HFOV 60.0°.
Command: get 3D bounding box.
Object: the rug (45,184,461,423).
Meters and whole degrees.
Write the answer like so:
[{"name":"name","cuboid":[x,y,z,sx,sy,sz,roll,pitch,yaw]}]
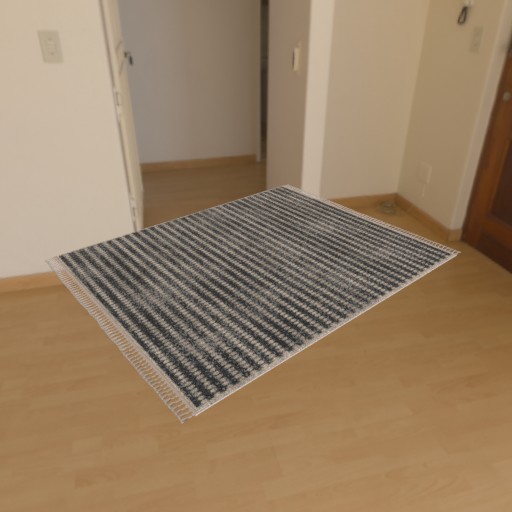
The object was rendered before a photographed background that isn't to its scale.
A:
[{"name":"rug","cuboid":[0.000,0.000,3.905,2.910,0.013,2.256,-22,36,-34]}]
